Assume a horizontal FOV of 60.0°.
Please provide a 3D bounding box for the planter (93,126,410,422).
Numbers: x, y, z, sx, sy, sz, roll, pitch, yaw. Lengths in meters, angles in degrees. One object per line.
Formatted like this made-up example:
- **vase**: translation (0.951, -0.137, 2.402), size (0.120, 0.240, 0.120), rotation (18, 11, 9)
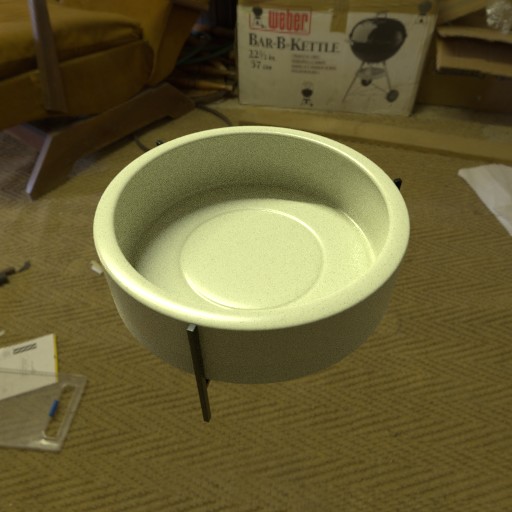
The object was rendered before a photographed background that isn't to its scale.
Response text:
- **planter**: translation (0.000, 0.000, 0.541), size (0.345, 0.171, 0.336), rotation (-10, 46, -10)
